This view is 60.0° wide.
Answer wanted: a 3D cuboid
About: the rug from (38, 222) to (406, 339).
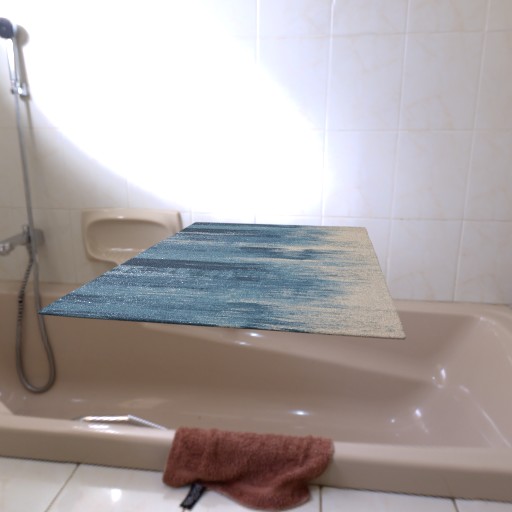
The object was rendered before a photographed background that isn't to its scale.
[{"bbox_3d":[0.000,0.000,2.292,1.232,0.009,1.836,2,14,9],"label":"rug"}]
